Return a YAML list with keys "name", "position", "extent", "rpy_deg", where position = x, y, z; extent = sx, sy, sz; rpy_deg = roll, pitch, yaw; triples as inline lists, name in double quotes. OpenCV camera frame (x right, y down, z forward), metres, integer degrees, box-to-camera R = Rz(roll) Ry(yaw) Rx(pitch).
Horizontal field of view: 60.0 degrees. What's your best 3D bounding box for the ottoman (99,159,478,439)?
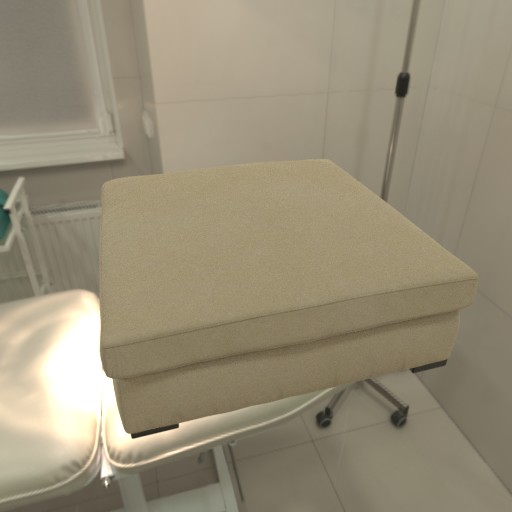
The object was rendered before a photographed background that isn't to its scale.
- name: "ottoman"
  position: [0.000, 0.000, 1.843]
  extent: [1.205, 0.522, 1.190]
  rpy_deg: [-9, 32, -14]
